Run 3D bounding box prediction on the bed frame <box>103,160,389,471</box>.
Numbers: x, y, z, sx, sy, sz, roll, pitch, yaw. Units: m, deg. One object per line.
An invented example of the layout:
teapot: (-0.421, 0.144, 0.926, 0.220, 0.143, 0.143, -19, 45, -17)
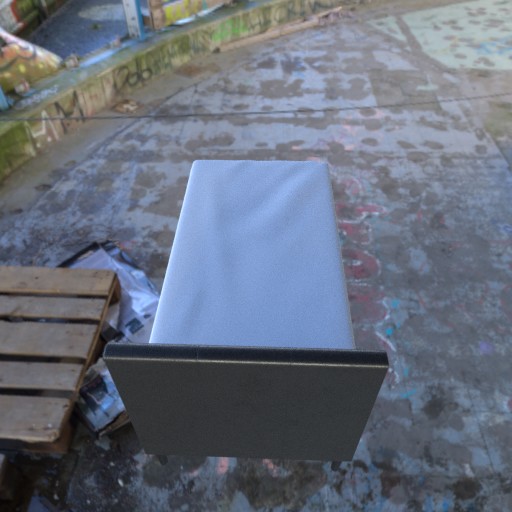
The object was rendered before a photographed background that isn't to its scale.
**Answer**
bed frame: (0.000, 0.000, 2.521, 1.038, 1.046, 2.152, 1, 45, 1)
